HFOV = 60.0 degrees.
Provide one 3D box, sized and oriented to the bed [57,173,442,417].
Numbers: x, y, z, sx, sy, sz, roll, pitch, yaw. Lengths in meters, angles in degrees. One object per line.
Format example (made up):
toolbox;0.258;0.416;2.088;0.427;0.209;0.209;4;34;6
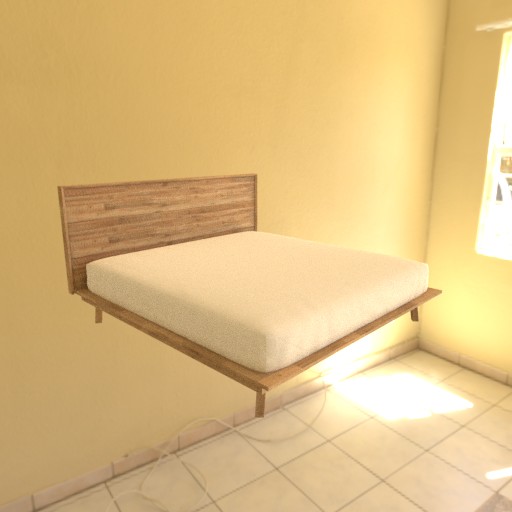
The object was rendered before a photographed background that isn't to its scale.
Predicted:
bed;0.000;0.000;3.503;2.167;1.100;2.116;13;19;43
